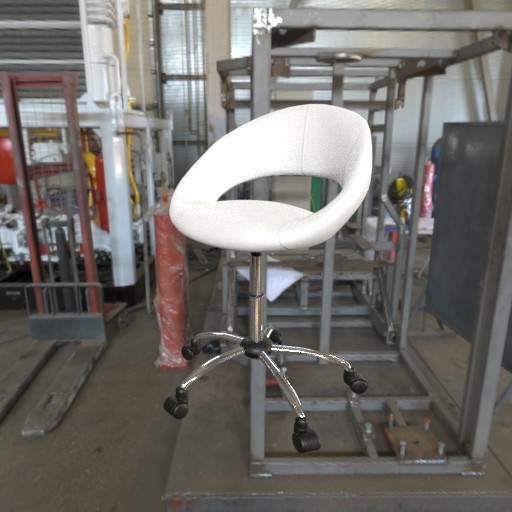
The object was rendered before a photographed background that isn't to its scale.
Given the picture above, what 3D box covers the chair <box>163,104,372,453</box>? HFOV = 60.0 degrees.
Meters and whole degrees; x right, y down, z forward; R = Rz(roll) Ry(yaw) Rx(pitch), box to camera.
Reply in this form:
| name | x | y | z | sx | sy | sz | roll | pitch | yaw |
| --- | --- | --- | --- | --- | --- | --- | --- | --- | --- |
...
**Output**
| name | x | y | z | sx | sy | sz | roll | pitch | yaw |
| --- | --- | --- | --- | --- | --- | --- | --- | --- | --- |
| chair | 0.000 | 0.000 | 1.191 | 0.612 | 0.791 | 0.538 | 15 | 21 | 42 |
